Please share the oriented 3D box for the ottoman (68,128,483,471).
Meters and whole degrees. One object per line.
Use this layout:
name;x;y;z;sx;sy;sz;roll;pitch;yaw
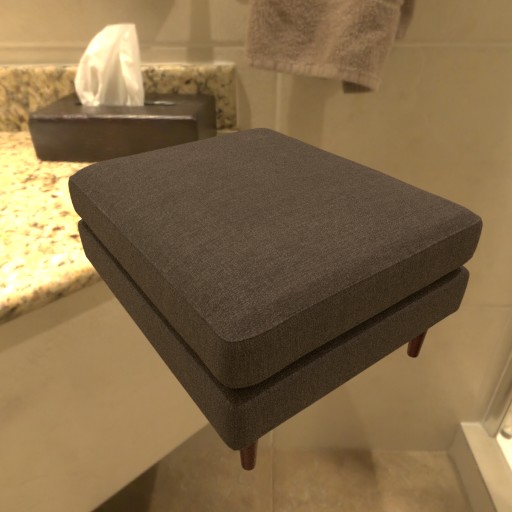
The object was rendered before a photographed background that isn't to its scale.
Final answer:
ottoman;0.000;0.000;1.178;0.693;0.474;0.821;-21;38;-30
